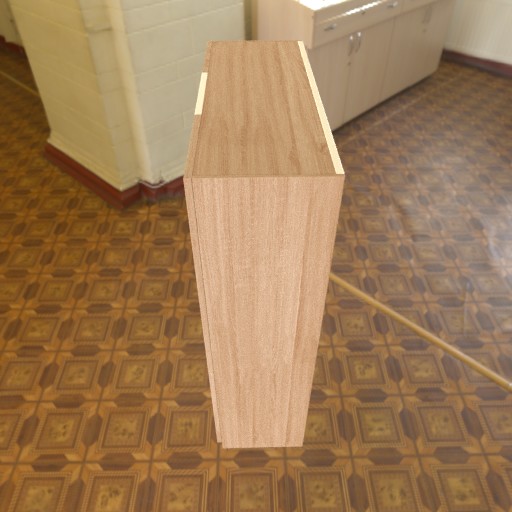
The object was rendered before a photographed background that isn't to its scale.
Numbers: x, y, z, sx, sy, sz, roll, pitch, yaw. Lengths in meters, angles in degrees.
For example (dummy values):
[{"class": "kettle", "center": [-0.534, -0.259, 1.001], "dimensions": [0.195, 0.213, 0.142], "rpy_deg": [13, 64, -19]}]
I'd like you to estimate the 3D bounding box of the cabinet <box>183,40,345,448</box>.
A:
[{"class": "cabinet", "center": [0.000, 0.000, 2.814], "dimensions": [0.590, 2.120, 1.500], "rpy_deg": [-1, 43, -1]}]
